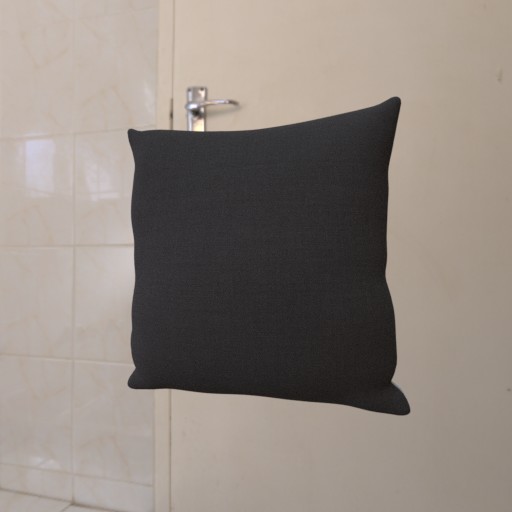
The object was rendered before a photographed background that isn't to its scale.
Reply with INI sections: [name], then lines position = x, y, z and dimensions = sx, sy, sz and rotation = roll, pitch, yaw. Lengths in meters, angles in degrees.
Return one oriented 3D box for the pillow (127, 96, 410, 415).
[pillow]
position = 0.000, 0.000, 0.767
dimensions = 0.503, 0.496, 0.208
rotation = 0, -1, 17
